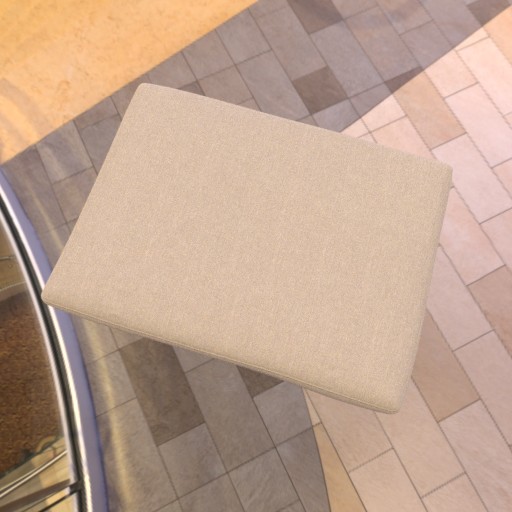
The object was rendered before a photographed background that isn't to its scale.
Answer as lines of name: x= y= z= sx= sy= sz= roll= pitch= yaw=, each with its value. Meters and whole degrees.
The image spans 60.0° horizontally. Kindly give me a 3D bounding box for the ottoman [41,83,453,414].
ottoman: x=0.000 y=0.000 z=1.142 sx=0.771 sy=0.500 sz=0.569 roll=17 pitch=75 yaw=5
